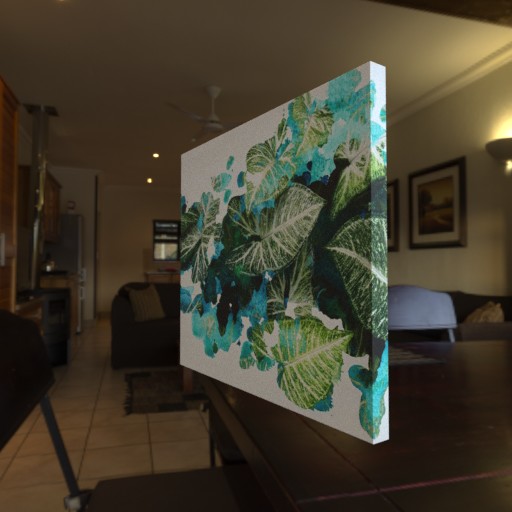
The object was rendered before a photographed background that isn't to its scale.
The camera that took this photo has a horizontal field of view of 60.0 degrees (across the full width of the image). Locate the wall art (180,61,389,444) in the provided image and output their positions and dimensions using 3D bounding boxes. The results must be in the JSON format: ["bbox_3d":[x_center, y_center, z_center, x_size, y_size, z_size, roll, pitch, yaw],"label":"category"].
[{"bbox_3d":[0.000,0.000,1.008,0.043,0.610,0.711,1,-2,-35],"label":"wall art"}]
